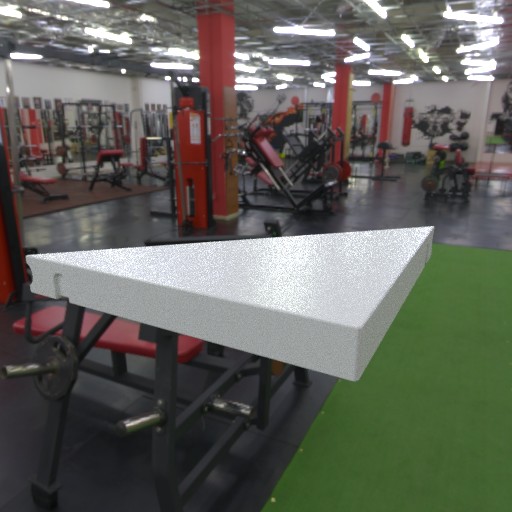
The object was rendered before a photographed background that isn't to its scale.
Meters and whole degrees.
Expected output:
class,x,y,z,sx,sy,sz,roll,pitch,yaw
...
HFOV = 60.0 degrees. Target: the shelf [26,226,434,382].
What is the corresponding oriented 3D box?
class,x,y,z,sx,sy,sz,roll,pitch,yaw
shelf,0.000,0.000,0.443,0.296,0.035,0.296,9,19,28
